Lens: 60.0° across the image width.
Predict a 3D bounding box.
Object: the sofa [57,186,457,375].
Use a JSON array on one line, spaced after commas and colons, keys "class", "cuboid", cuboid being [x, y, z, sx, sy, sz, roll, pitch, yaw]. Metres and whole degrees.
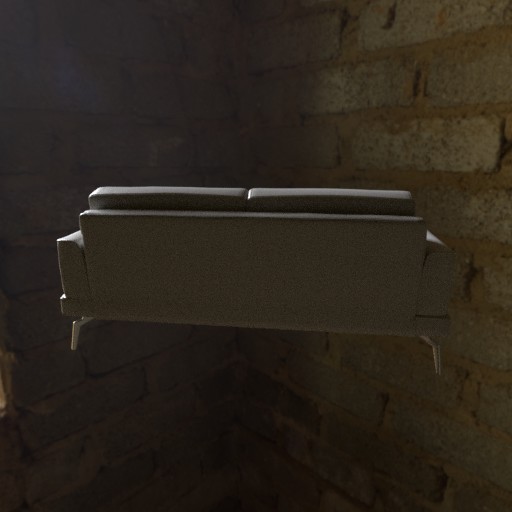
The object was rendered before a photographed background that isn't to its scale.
[{"class": "sofa", "cuboid": [0.000, 0.000, 2.840, 2.177, 0.930, 1.121, 2, 14, 8]}]
